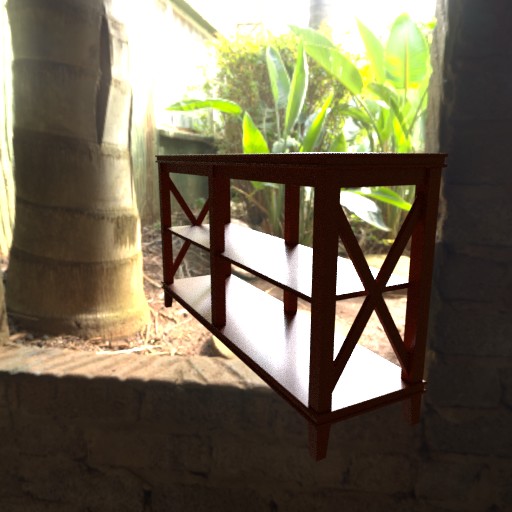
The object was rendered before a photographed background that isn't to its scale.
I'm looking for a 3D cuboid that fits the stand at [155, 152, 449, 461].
[{"bbox_3d":[0.000,0.000,1.706,0.381,0.762,1.372,-6,14,-27],"label":"stand"}]
